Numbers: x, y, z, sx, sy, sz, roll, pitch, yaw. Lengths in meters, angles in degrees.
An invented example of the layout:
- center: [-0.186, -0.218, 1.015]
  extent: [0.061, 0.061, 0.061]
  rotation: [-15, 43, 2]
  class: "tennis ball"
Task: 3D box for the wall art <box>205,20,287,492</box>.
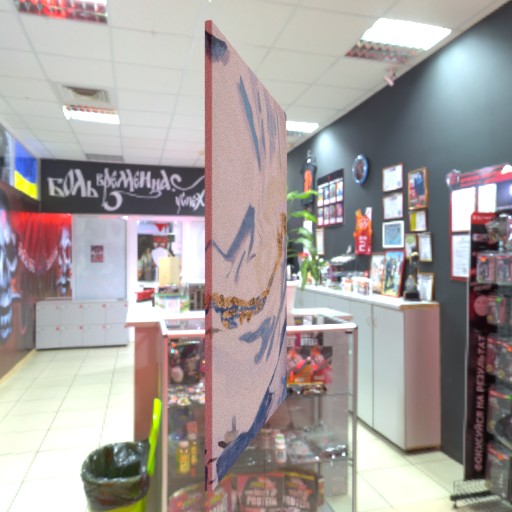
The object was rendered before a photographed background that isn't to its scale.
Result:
- center: [0.000, 0.000, 1.145]
  extent: [0.016, 0.914, 0.610]
  rotation: [0, 0, 18]
  class: "wall art"
